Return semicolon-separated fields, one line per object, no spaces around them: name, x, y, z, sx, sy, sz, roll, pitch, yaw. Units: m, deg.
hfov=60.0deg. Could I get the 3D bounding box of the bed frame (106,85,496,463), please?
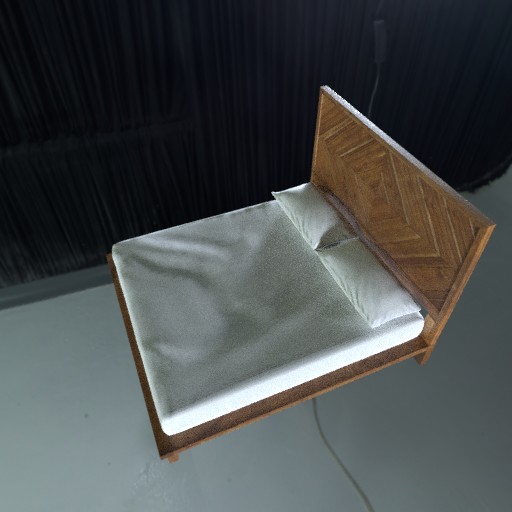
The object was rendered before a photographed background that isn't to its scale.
bed frame;0.000;0.000;3.523;2.235;1.537;2.038;-17;48;-16
